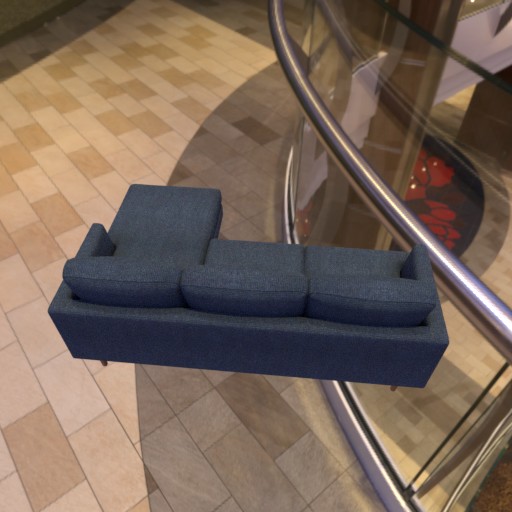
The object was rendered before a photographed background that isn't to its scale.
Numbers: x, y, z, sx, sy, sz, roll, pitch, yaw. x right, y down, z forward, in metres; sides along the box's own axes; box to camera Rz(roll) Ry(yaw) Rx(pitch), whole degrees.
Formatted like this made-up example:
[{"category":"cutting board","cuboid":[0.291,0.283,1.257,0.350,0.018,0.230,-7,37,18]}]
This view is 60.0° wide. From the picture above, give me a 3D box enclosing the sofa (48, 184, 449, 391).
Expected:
[{"category":"sofa","cuboid":[0.000,0.000,3.084,2.233,0.956,1.504,4,46,4]}]
